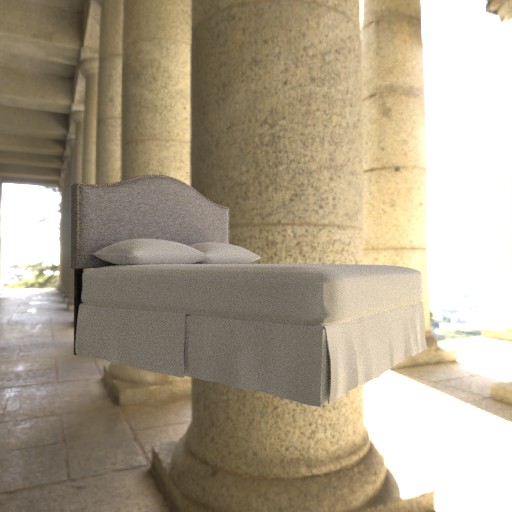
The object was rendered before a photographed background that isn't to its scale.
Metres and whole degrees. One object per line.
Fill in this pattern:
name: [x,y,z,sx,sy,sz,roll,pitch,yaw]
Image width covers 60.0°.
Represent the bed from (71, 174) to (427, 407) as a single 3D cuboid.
bed: [0.000,0.000,3.002,1.870,1.295,1.610,-1,-1,35]
